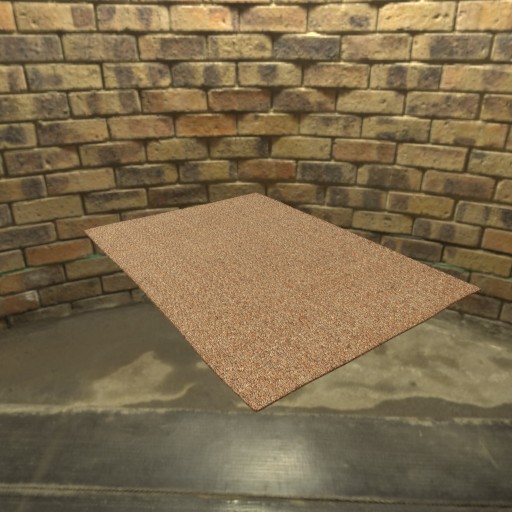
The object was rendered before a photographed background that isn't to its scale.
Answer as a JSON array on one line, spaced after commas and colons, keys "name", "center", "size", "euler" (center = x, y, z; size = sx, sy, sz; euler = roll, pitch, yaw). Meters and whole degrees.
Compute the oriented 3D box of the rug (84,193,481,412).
[{"name": "rug", "center": [0.000, 0.000, 2.796], "size": [1.566, 0.013, 2.141], "euler": [-17, 31, -32]}]
